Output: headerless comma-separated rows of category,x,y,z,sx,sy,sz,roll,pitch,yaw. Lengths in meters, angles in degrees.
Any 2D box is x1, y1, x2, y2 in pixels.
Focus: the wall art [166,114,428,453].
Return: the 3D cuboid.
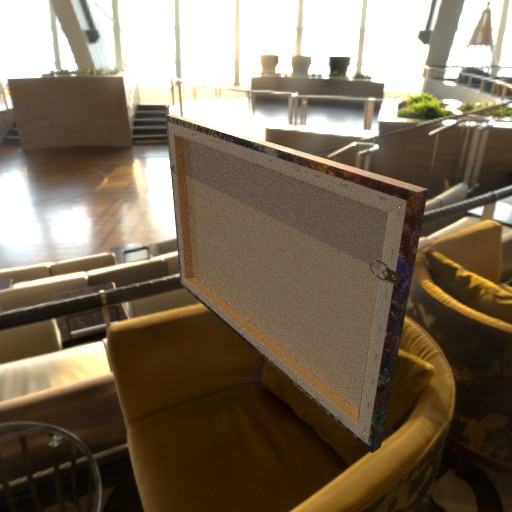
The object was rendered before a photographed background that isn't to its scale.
wall art,0.000,0.000,1.476,0.042,0.760,1.136,-18,32,-32
